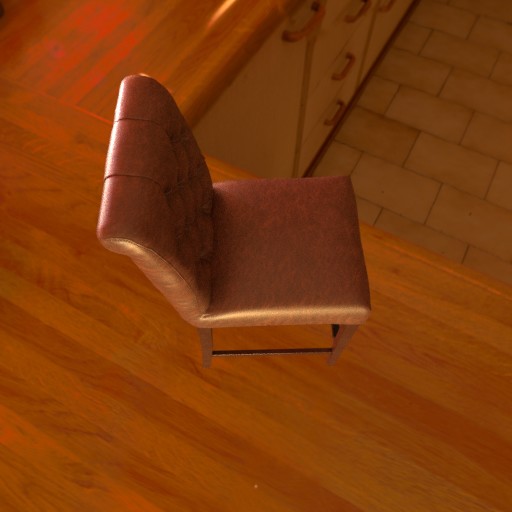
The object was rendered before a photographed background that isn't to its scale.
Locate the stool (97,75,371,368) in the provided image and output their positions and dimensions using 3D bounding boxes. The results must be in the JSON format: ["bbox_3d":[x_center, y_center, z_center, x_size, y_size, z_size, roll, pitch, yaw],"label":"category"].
[{"bbox_3d":[0.000,0.000,1.439,0.660,1.084,0.486,-1,63,-1],"label":"stool"}]
